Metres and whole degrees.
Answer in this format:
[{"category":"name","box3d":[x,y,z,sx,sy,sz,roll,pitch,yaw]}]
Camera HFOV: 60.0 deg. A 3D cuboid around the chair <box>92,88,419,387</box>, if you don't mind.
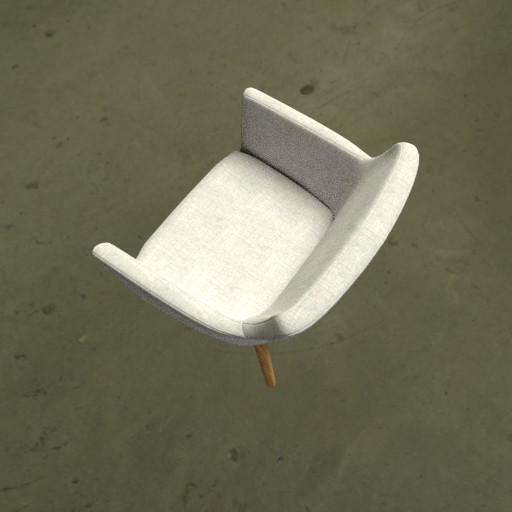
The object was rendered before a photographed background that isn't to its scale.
[{"category":"chair","box3d":[0.000,0.000,1.170,0.540,0.780,0.570,32,68,14]}]
